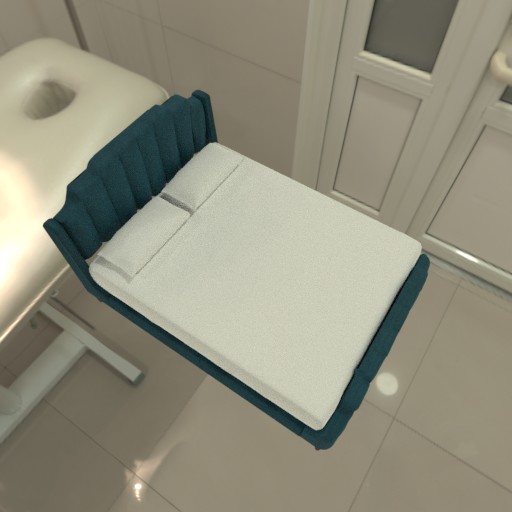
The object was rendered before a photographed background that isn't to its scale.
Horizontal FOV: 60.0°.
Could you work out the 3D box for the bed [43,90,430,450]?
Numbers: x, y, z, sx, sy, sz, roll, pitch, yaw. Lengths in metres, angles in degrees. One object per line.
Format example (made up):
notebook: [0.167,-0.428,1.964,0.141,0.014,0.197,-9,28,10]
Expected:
bed: [0.000,0.000,3.366,2.322,1.351,1.676,29,62,17]
